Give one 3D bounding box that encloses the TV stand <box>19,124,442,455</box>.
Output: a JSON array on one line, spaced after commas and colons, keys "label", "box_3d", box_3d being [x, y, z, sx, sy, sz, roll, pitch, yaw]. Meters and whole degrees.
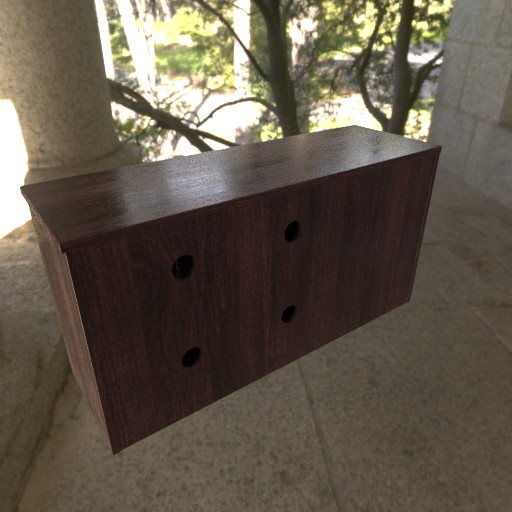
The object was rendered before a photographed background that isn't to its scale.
[{"label": "TV stand", "box_3d": [0.000, 0.000, 1.424, 1.192, 0.614, 0.404, -19, 34, -30]}]
